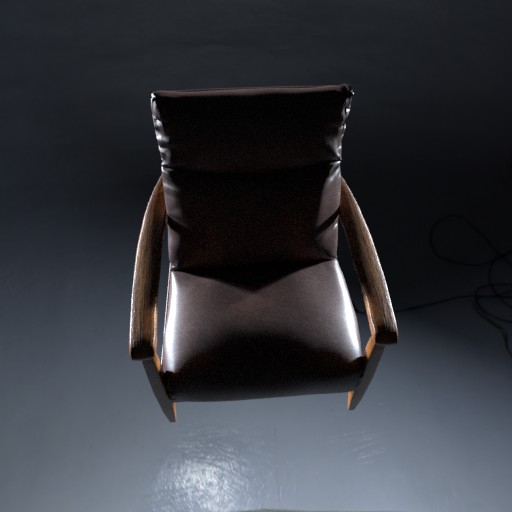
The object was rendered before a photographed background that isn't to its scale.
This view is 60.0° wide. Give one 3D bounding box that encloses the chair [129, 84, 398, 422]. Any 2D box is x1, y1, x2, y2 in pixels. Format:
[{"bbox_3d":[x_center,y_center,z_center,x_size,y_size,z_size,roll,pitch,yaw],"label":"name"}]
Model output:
[{"bbox_3d":[0.000,0.000,1.501,0.782,0.897,0.830,-3,48,-3],"label":"chair"}]
